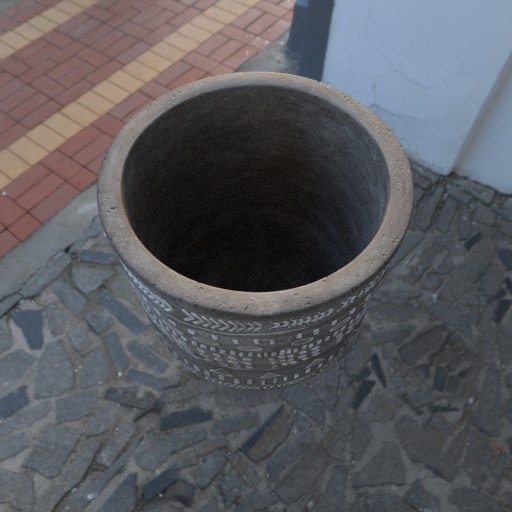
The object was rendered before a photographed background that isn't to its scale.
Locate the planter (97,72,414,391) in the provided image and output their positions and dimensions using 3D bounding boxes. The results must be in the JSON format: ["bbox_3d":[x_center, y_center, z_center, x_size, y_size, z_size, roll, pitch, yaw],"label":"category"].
[{"bbox_3d":[0.000,0.000,0.225,0.122,0.128,0.122,0,59,0],"label":"planter"}]
